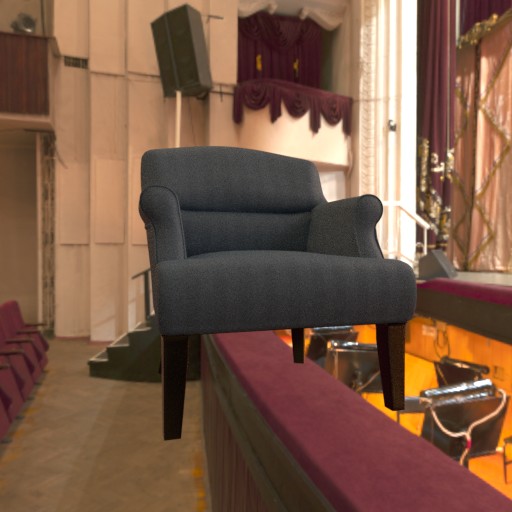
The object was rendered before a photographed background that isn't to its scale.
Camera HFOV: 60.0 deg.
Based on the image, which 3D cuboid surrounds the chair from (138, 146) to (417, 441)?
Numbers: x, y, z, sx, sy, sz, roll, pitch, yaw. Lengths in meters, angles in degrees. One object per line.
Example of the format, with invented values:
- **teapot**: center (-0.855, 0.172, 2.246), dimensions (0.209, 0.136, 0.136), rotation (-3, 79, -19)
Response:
- **chair**: center (0.000, 0.000, 1.481), dimensions (0.770, 0.878, 0.754), rotation (0, 1, -18)
